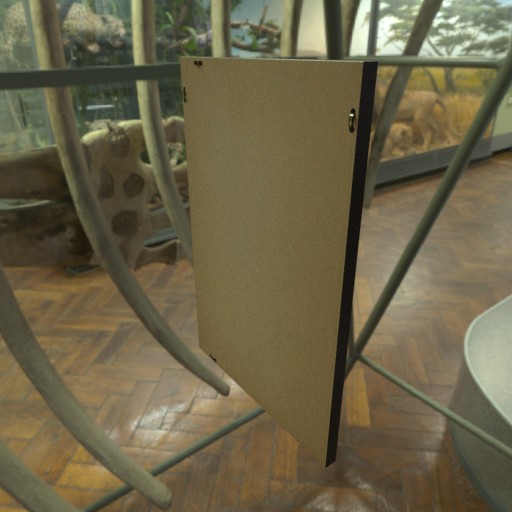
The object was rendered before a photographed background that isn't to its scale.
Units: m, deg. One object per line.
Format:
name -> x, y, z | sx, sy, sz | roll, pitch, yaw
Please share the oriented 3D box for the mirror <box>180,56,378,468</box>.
mirror -> 0.000, 0.000, 1.123 | 0.041, 0.915, 0.609 | -18, 30, -33
